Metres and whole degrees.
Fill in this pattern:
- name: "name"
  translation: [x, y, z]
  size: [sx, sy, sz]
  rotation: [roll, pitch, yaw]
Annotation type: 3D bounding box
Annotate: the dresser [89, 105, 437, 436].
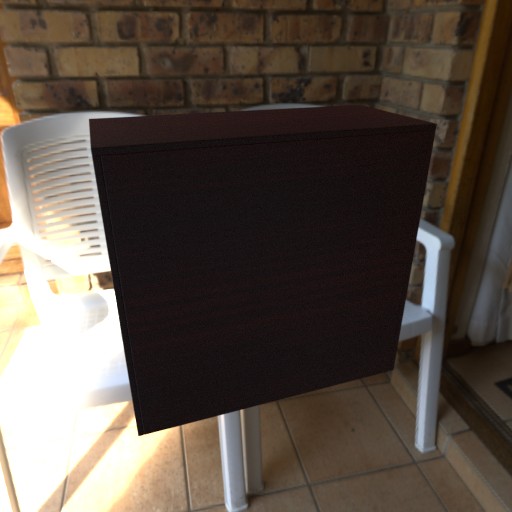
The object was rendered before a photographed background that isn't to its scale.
- name: "dresser"
  translation: [0.000, 0.000, 1.213]
  size: [0.750, 0.720, 0.360]
  rotation: [-9, 28, -17]
